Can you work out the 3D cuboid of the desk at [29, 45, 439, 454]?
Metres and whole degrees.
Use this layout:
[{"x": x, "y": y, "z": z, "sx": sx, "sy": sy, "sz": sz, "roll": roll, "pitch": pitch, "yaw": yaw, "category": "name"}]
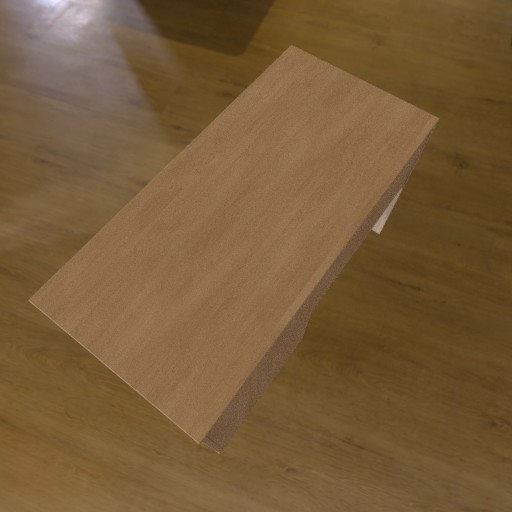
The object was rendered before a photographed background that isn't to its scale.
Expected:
[{"x": 0.000, "y": 0.000, "z": 1.682, "sx": 0.600, "sy": 0.770, "sz": 1.251, "roll": 34, "pitch": 68, "yaw": 15, "category": "desk"}]
